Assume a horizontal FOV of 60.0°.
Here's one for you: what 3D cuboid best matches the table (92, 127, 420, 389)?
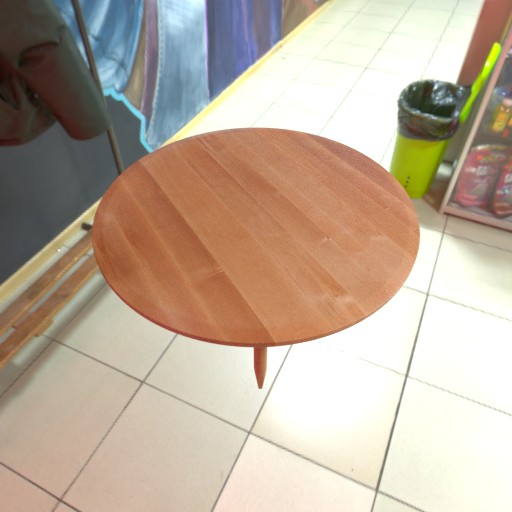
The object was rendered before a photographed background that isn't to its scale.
[{"bbox_3d":[0.000,0.000,1.393,0.900,0.400,0.900,0,45,0],"label":"table"}]
